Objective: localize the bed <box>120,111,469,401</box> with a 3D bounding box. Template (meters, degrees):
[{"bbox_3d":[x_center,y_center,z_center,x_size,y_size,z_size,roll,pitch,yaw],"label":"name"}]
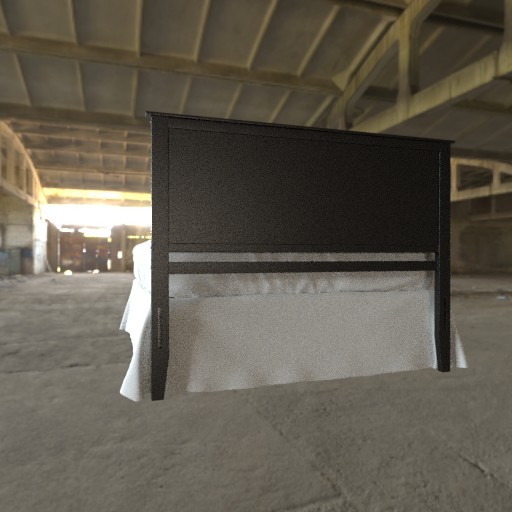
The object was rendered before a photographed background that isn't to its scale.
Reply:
[{"bbox_3d":[0.000,0.000,3.146,1.870,1.270,2.050,0,0,-18],"label":"bed"}]
